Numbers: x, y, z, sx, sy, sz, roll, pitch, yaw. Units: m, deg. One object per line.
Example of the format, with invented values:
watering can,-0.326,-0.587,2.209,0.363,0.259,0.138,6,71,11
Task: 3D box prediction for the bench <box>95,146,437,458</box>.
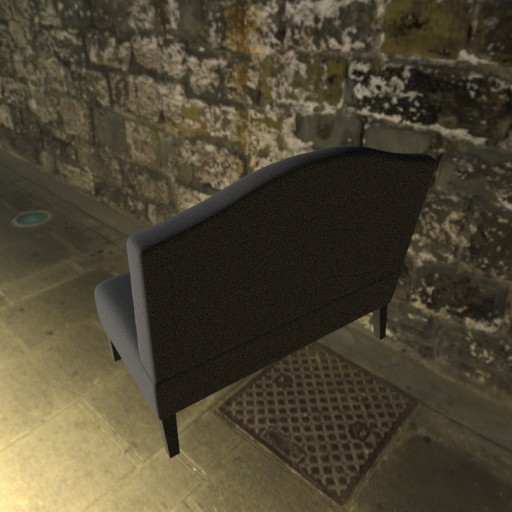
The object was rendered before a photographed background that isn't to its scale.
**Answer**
bench,0.000,0.000,2.046,1.335,1.180,0.815,-20,37,-29
